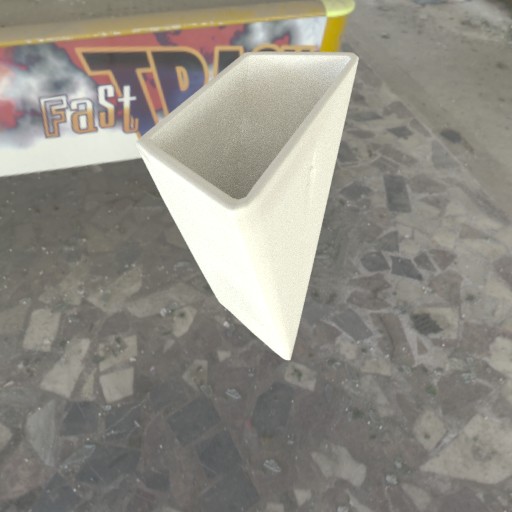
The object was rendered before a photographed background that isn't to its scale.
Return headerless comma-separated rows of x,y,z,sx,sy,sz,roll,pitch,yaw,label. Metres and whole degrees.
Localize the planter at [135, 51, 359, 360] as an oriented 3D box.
0.000,0.000,0.270,0.060,0.197,0.150,18,47,17,planter
